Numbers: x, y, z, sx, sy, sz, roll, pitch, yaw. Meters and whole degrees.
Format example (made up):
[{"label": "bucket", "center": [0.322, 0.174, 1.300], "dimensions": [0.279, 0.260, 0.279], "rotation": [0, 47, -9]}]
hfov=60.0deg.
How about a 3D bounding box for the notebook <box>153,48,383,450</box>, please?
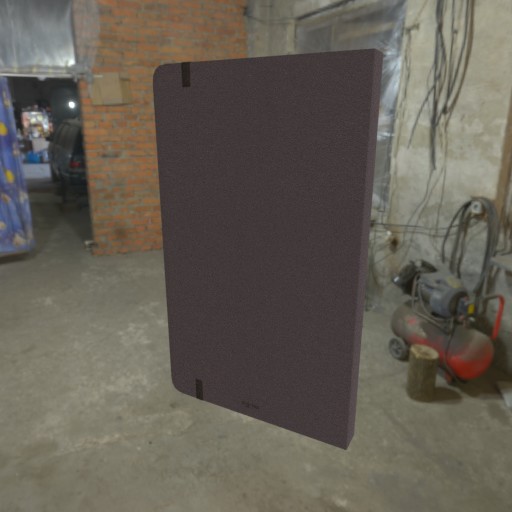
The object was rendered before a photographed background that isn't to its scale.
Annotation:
[{"label": "notebook", "center": [0.000, 0.000, 0.260], "dimensions": [0.127, 0.213, 0.016], "rotation": [9, 19, 27]}]
